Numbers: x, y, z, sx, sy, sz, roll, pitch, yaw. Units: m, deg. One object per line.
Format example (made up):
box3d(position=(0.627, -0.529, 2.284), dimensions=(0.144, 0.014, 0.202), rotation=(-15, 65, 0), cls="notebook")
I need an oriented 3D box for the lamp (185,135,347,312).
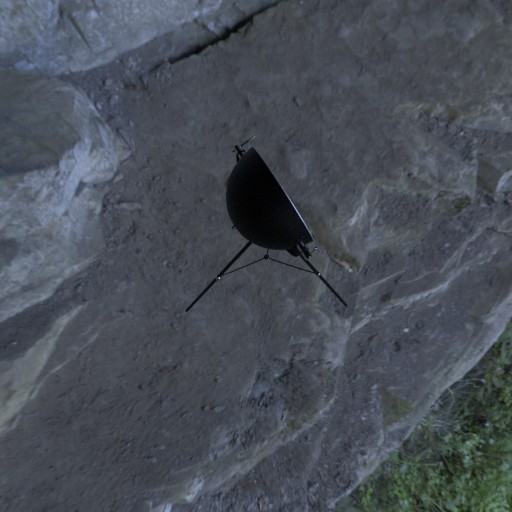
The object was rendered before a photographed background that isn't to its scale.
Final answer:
box3d(position=(0.000, 0.000, 2.068), dimensions=(0.920, 1.512, 0.817), rotation=(-30, 78, -7), cls="lamp")
